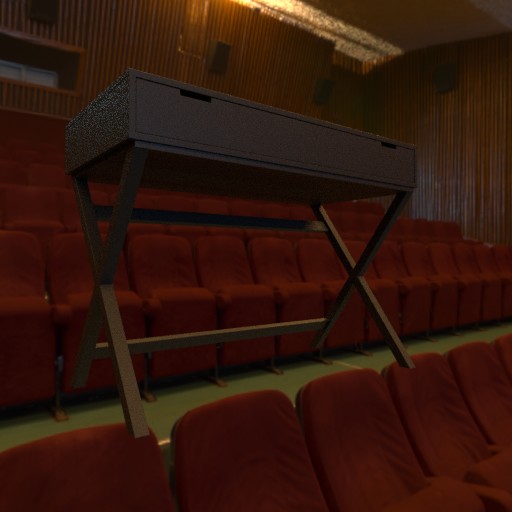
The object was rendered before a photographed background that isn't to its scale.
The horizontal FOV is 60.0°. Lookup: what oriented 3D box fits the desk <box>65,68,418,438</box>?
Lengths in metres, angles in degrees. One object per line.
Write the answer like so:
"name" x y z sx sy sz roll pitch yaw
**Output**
"desk" 0.000 0.000 1.448 1.057 0.780 0.504 0 -1 -37
